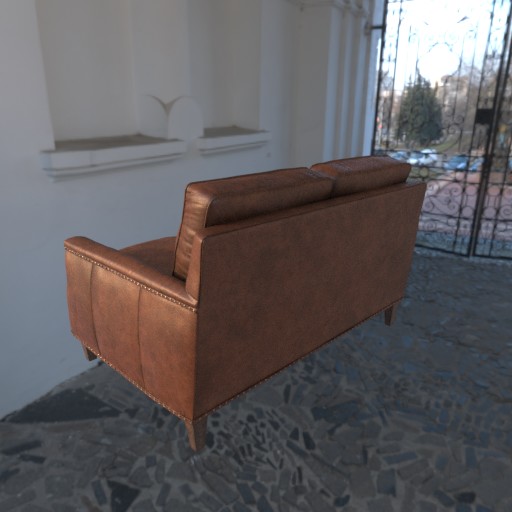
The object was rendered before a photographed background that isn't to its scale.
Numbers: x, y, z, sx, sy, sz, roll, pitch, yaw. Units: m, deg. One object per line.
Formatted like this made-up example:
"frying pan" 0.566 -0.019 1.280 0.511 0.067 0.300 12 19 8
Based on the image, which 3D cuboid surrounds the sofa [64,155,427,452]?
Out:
"sofa" 0.000 0.000 2.292 1.628 1.003 1.083 -17 25 -42
